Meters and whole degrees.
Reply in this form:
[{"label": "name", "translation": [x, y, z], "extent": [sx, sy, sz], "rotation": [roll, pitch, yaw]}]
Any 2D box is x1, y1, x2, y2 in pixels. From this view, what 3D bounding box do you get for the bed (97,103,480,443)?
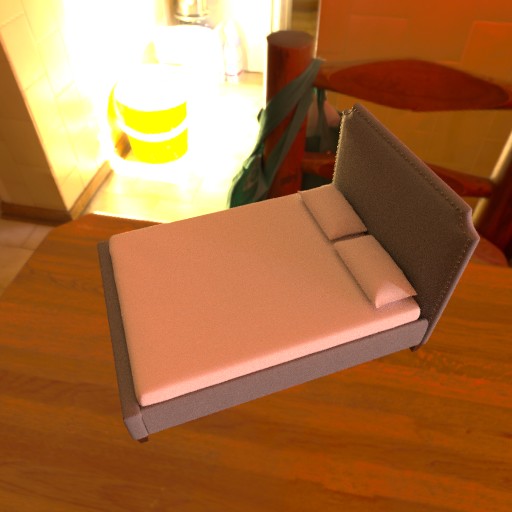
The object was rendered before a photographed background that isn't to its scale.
[{"label": "bed", "translation": [0.000, 0.000, 3.411], "extent": [2.372, 1.443, 1.712], "rotation": [-14, 48, -13]}]
